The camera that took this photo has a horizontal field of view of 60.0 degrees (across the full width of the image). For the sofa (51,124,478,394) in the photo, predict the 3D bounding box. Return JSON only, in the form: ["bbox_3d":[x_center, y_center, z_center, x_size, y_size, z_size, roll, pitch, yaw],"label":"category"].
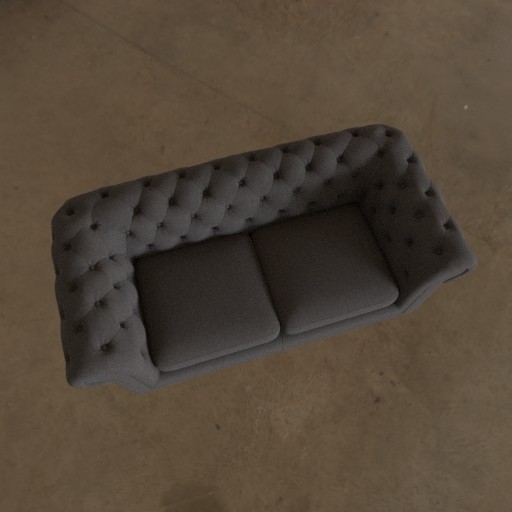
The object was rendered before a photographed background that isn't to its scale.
[{"bbox_3d":[0.000,0.000,2.459,1.998,0.764,0.986,-15,64,-7],"label":"sofa"}]
